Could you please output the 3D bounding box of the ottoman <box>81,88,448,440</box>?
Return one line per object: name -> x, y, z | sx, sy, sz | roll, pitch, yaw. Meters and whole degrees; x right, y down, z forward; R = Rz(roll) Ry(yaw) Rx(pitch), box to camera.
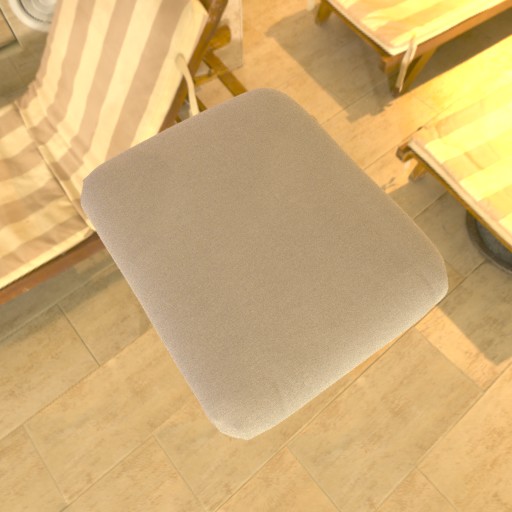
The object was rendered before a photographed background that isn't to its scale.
ottoman -> 0.000, 0.000, 1.156 | 0.622, 0.450, 0.746 | -31, 68, -15
